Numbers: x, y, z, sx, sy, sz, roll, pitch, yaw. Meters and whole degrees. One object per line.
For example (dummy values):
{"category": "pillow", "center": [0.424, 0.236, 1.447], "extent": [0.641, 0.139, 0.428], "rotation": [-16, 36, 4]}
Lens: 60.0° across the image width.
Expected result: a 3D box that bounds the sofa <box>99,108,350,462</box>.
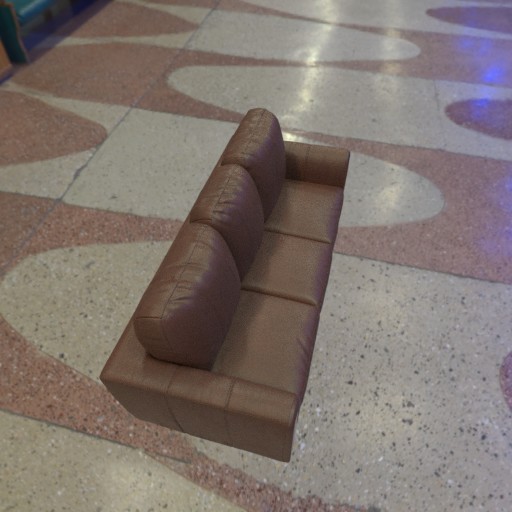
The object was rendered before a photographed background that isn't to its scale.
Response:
{"category": "sofa", "center": [0.000, 0.000, 2.381], "extent": [0.802, 0.915, 1.862], "rotation": [11, 48, 10]}
